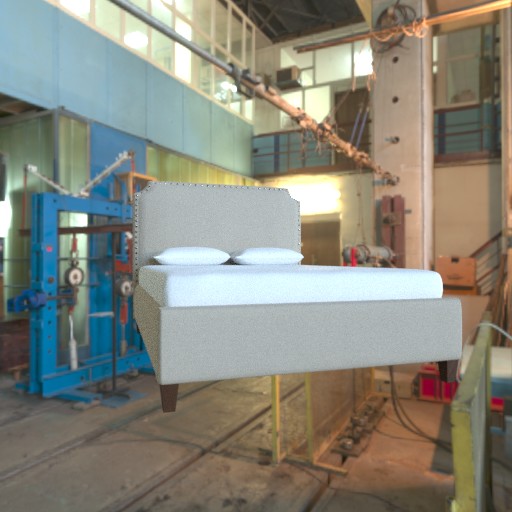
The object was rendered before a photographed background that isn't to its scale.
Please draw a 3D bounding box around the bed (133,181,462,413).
[{"bbox_3d":[0.000,0.000,3.359,1.713,1.443,2.372,0,0,-18],"label":"bed"}]
